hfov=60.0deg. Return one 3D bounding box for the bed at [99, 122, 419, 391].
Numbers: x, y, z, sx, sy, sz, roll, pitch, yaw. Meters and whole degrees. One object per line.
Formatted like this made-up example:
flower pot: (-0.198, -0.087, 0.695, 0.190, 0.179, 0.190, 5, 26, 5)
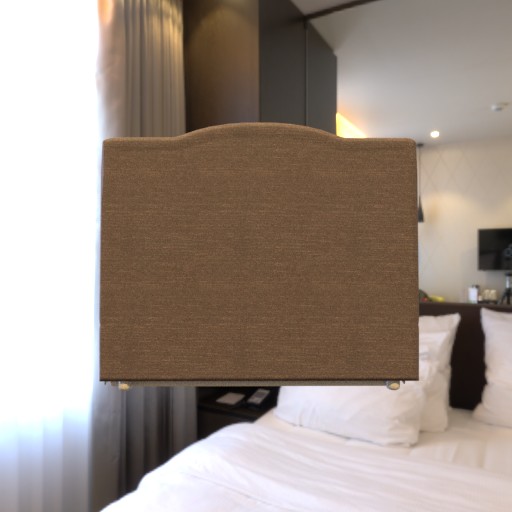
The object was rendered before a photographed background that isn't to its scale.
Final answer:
bed: (0.000, 0.000, 3.599, 1.741, 1.441, 2.507, 0, 0, 0)
